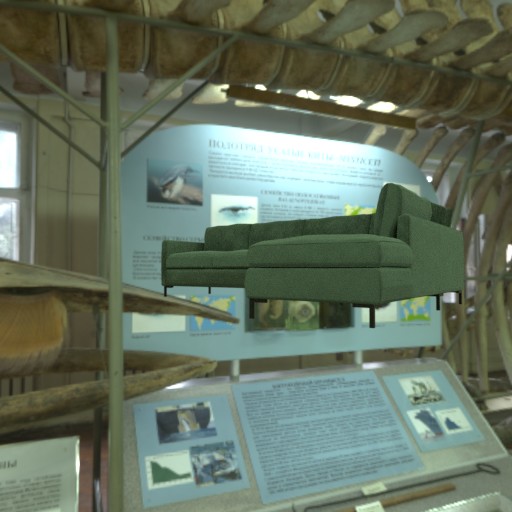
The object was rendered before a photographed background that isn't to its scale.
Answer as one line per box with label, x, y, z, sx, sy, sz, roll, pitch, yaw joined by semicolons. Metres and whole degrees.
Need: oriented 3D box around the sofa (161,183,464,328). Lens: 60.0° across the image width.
sofa;0.000;0.000;3.193;2.486;0.687;1.707;-1;-2;36
